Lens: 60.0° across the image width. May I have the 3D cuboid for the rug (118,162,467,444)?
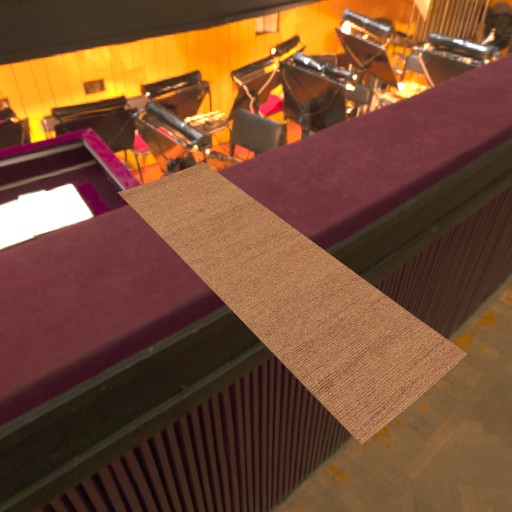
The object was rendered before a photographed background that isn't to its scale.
[{"bbox_3d":[0.000,0.000,2.674,0.741,0.014,2.390,-26,47,-27],"label":"rug"}]
